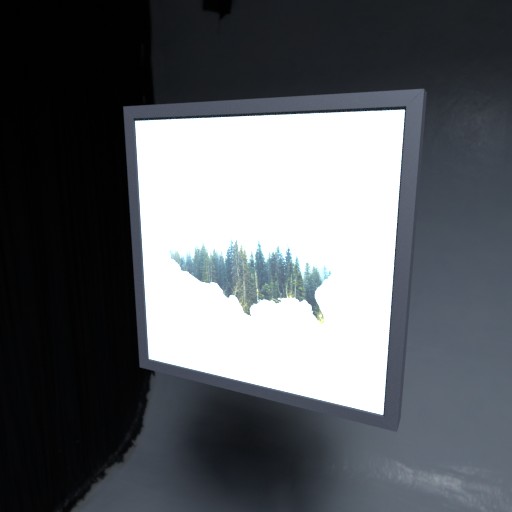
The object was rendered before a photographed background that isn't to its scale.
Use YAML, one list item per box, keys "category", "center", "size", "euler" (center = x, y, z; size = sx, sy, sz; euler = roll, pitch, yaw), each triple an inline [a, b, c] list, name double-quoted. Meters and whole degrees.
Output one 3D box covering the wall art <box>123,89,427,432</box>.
- category: "wall art"
  center: [0.000, 0.000, 0.763]
  size: [0.509, 0.509, 0.040]
  euler: [6, 14, 25]
